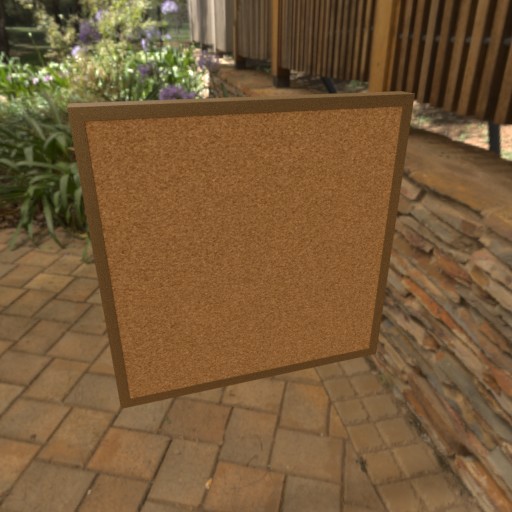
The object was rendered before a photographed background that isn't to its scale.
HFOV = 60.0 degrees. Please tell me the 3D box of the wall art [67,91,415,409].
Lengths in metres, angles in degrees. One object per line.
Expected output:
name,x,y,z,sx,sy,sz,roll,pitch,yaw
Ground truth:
wall art,0.000,0.000,0.753,0.510,0.509,0.037,-8,27,-16
